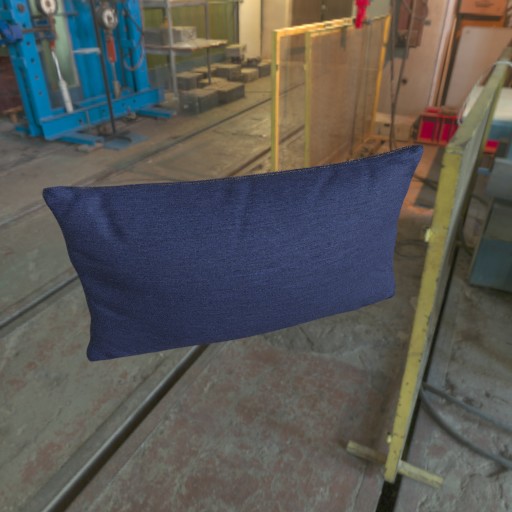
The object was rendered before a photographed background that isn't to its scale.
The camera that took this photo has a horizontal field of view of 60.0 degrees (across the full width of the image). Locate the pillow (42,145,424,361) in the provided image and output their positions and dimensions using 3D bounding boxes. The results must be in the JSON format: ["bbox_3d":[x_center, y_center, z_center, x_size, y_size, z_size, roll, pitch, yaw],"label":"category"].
[{"bbox_3d":[0.000,0.000,0.787,0.633,0.338,0.210,-10,33,-15],"label":"pillow"}]
